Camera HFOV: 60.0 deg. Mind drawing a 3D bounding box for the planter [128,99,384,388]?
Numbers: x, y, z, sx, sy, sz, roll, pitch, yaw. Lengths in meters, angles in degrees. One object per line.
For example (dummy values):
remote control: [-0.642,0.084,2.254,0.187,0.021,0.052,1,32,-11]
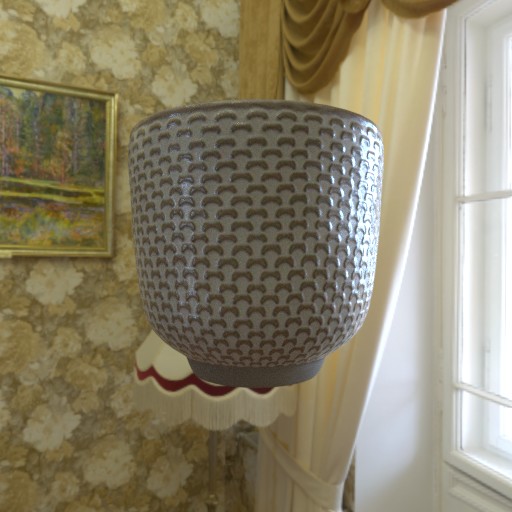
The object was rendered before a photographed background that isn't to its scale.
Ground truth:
planter: [0.000,0.000,0.250,0.139,0.130,0.139,0,0,0]
